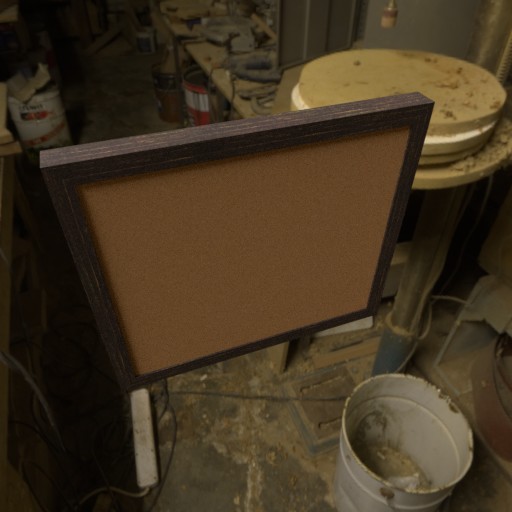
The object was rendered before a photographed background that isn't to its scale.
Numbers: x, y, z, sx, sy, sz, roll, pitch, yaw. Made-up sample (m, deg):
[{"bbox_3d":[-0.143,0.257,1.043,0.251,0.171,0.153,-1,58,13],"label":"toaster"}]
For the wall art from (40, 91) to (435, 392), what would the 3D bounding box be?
[{"bbox_3d":[0.000,0.000,0.525,0.381,0.330,0.031,-14,43,-15],"label":"wall art"}]
